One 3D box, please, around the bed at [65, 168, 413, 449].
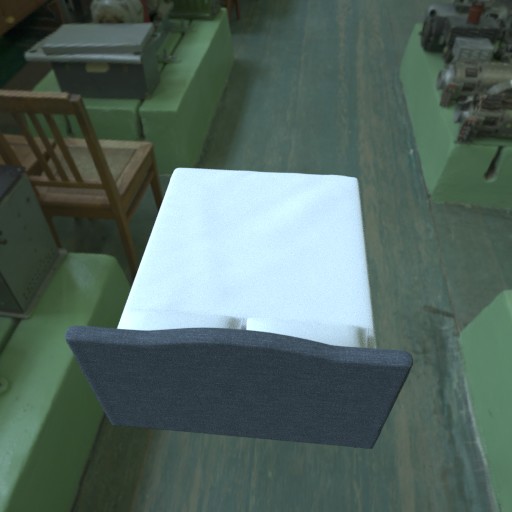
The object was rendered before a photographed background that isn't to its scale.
[{"bbox_3d":[0.000,0.000,3.928,2.161,1.457,2.689,4,47,4],"label":"bed"}]
